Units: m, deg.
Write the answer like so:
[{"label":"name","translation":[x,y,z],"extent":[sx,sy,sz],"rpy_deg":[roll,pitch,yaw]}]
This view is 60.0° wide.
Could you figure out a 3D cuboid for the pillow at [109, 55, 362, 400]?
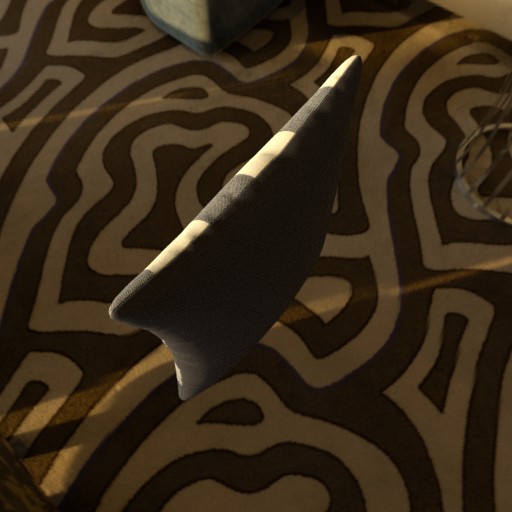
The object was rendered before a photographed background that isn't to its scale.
[{"label":"pillow","translation":[0.000,0.000,0.785],"extent":[0.161,0.509,0.511],"rpy_deg":[34,67,16]}]
